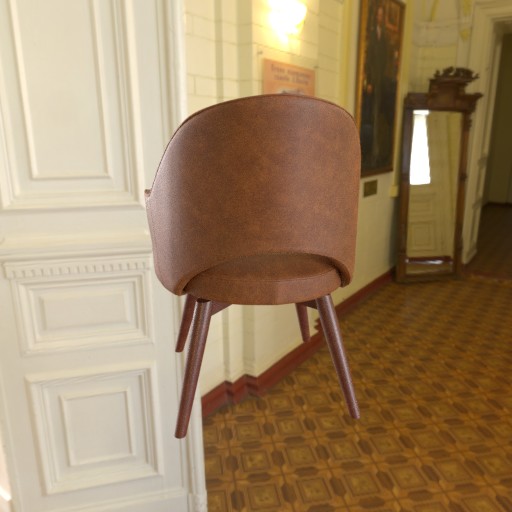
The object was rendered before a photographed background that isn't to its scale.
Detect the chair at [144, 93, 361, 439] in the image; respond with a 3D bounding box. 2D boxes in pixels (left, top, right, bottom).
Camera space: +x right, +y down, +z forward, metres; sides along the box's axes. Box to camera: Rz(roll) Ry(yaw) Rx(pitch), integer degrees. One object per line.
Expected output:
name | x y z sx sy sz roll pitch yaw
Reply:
chair | 0.000 0.000 1.207 0.591 0.777 0.640 -3 15 -10
